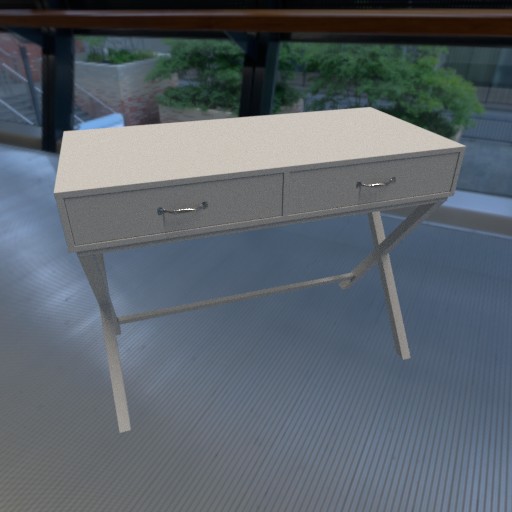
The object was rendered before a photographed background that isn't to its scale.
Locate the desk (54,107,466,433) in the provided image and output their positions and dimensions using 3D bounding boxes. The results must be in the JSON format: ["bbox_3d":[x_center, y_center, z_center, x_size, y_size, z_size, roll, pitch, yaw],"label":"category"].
[{"bbox_3d":[0.000,0.000,1.473,1.057,0.780,0.525,-10,32,-16],"label":"desk"}]
